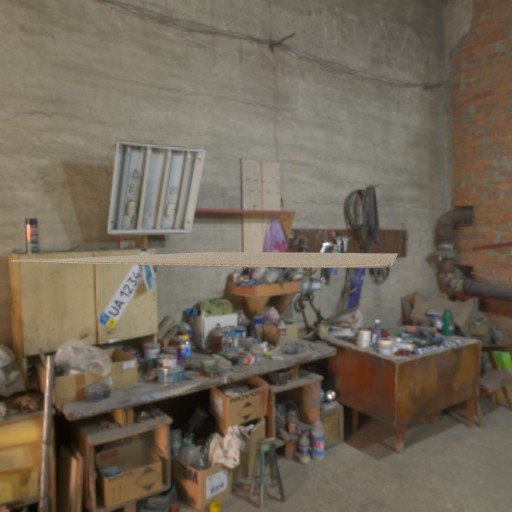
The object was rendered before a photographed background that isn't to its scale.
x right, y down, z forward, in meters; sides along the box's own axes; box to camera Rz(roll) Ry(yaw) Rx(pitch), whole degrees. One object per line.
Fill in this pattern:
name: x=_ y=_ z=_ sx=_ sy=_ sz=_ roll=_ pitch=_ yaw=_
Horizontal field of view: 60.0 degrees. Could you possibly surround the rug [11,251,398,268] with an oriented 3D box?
rug: x=0.000 y=0.000 z=3.777 sx=2.277 sy=0.035 sz=2.897 roll=1 pitch=2 yaw=18
